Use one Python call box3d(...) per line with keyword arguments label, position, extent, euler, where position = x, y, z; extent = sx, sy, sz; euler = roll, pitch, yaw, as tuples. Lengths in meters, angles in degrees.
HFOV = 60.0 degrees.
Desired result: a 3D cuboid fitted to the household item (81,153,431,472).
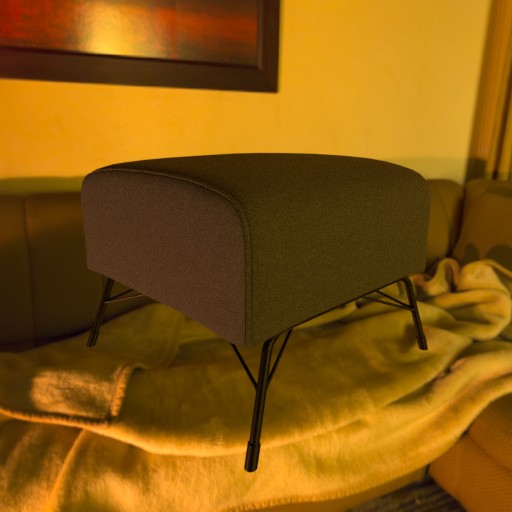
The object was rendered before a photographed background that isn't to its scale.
box3d(label="household item", position=(0.000, 0.000, 0.909), extent=(0.530, 0.410, 0.530), euler=(-14, 21, -42))
